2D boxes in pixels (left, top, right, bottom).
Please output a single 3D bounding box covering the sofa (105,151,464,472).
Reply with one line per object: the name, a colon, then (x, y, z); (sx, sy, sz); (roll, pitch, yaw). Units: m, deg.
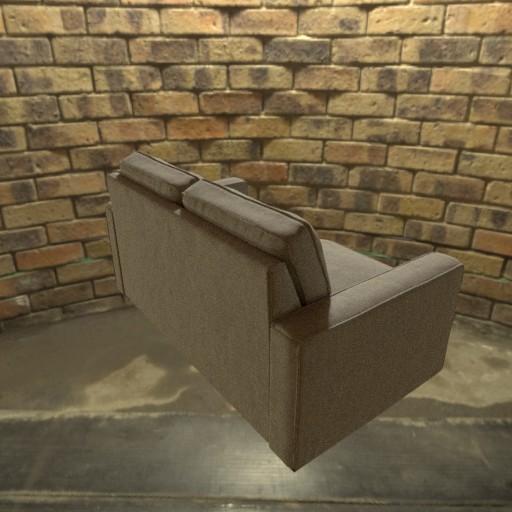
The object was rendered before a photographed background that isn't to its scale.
sofa: (0.000, 0.000, 2.245); (0.945, 0.915, 1.706); (-18, 31, -33)
